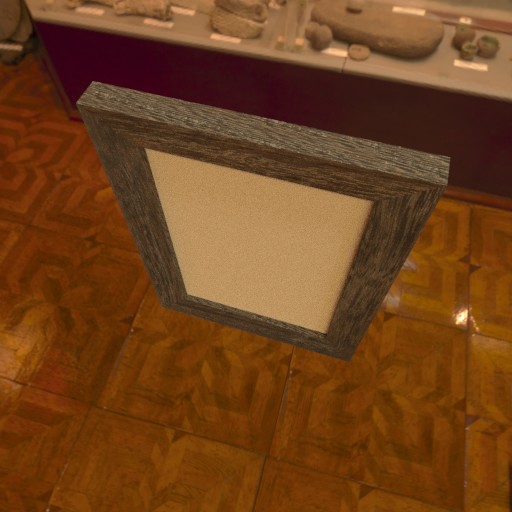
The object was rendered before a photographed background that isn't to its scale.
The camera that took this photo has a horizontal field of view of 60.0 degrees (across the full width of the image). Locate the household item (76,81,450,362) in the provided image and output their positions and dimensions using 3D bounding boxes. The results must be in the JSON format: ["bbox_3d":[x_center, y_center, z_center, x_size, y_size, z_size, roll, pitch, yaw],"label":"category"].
[{"bbox_3d":[0.000,0.000,0.277,0.160,0.210,0.020,15,59,9],"label":"household item"}]
